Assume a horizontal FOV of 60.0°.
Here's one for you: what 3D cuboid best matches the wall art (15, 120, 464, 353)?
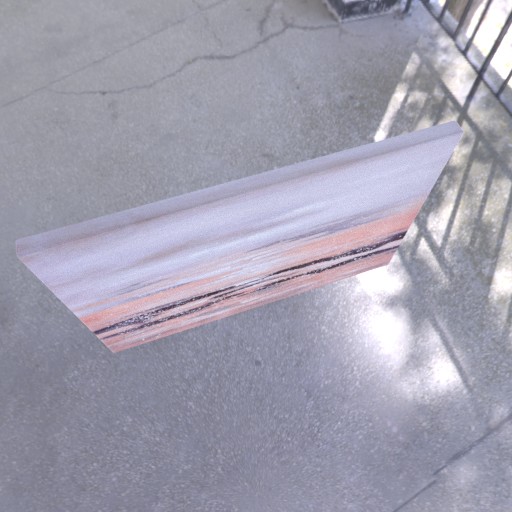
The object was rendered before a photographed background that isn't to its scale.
[{"bbox_3d":[0.000,0.000,1.134,0.913,0.609,0.038,-17,63,-9],"label":"wall art"}]
